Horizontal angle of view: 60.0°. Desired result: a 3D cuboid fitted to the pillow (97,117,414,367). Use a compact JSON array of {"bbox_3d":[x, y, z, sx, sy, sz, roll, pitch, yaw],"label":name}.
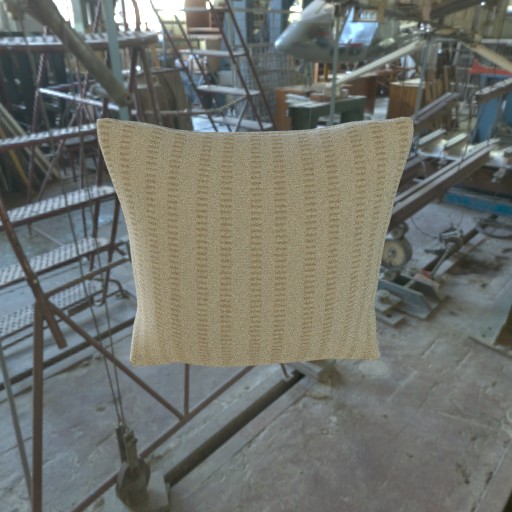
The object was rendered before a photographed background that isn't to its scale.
[{"bbox_3d":[0.000,0.000,0.692,0.438,0.419,0.247,-1,27,-2],"label":"pillow"}]
